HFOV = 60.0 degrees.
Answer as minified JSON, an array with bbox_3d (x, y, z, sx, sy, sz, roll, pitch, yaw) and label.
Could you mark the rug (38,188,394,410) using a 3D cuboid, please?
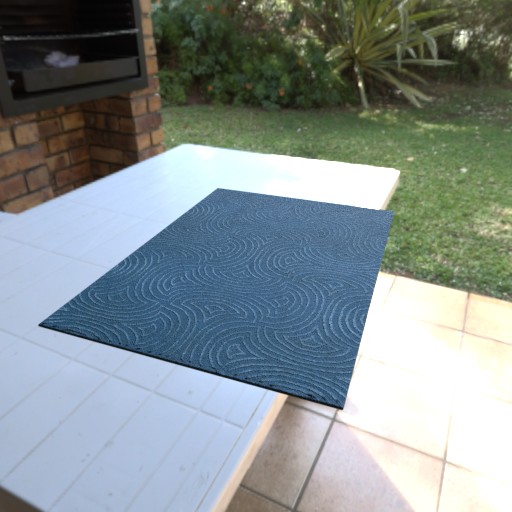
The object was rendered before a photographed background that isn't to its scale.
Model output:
[{"bbox_3d":[0.000,0.000,2.876,1.543,0.015,2.144,10,30,18],"label":"rug"}]
